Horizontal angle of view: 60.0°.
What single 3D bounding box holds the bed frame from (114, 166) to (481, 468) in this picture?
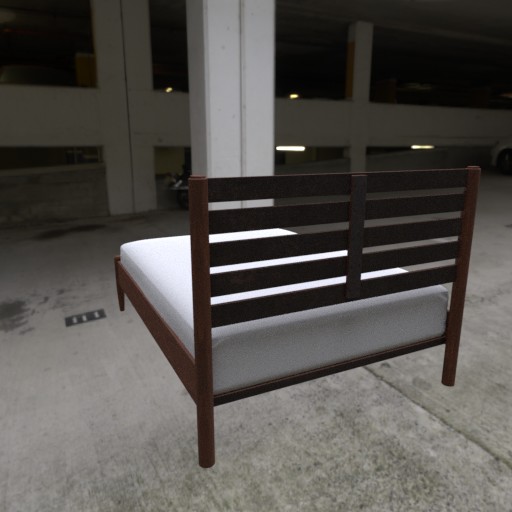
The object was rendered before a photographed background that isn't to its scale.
[{"bbox_3d":[0.000,0.000,3.178,1.655,1.321,2.234,-7,16,-25],"label":"bed frame"}]
